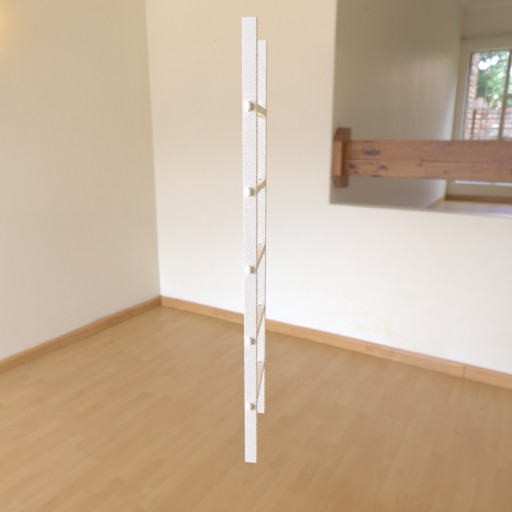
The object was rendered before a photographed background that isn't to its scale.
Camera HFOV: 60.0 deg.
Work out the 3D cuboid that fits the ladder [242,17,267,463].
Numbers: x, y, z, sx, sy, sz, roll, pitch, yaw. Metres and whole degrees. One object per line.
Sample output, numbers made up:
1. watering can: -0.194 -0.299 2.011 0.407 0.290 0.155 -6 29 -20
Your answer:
1. ladder: 0.000 0.000 1.938 0.051 1.797 0.452 2 15 6
